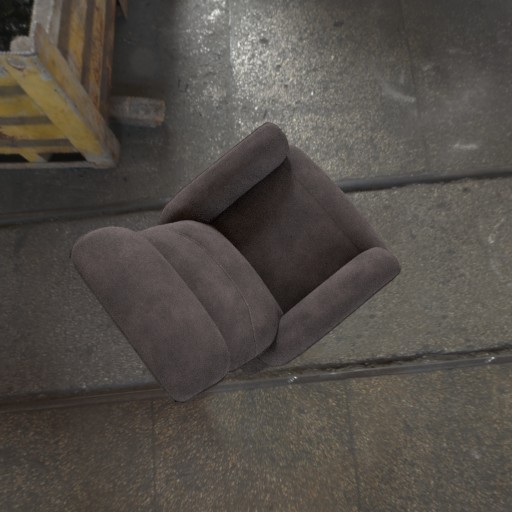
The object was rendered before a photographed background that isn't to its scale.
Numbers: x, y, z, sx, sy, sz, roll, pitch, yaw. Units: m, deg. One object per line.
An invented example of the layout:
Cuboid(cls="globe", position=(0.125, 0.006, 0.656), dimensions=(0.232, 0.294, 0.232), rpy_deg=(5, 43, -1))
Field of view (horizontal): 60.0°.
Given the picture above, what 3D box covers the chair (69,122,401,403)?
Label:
Cuboid(cls="chair", position=(0.000, 0.000, 1.787), dimensions=(1.009, 1.035, 0.830), rpy_deg=(-38, 80, -8))
